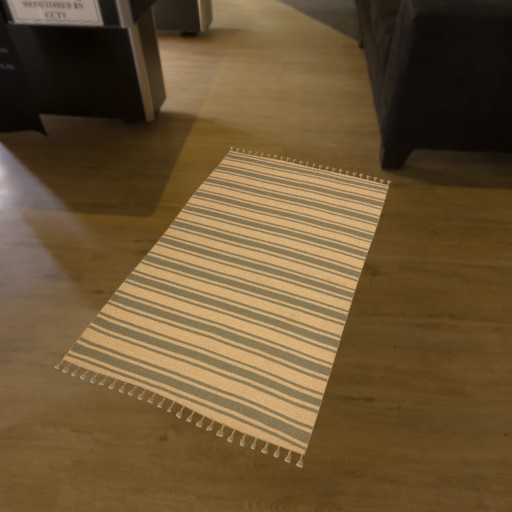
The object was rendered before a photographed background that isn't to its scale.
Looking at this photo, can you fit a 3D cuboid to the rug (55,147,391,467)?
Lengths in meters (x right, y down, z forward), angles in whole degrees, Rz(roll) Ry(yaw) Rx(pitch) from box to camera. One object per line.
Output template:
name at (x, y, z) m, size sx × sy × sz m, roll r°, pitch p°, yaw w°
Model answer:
rug at (0.000, 0.000, 2.596) m, size 1.222 × 0.009 × 2.084 m, roll 16°, pitch 48°, yaw 15°
